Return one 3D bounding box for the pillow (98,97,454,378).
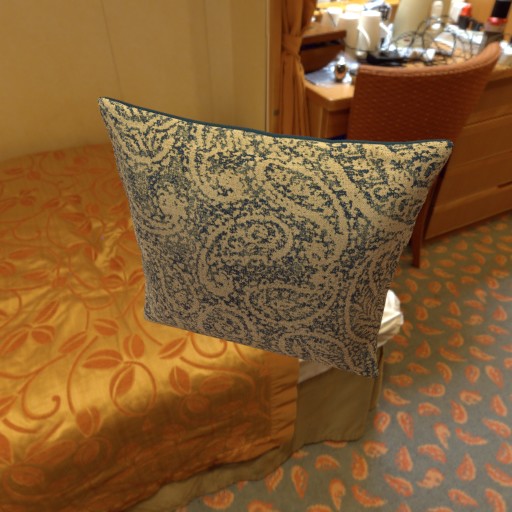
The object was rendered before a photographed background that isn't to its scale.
[{"bbox_3d":[0.000,0.000,0.784,0.523,0.510,0.166,11,43,13],"label":"pillow"}]
